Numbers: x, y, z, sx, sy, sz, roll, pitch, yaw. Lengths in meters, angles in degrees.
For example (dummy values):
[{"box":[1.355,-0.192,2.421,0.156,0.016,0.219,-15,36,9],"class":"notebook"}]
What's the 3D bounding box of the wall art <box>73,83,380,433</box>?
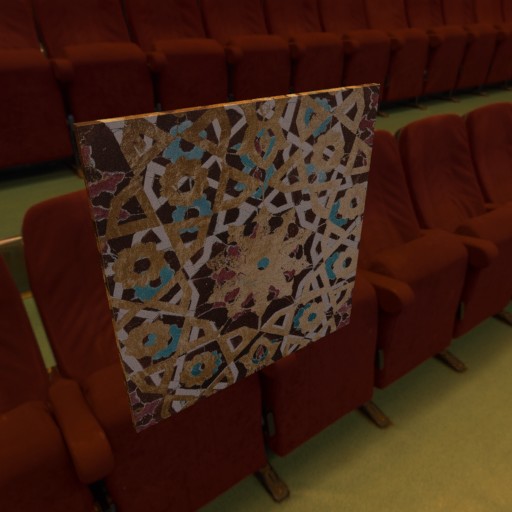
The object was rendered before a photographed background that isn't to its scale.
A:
[{"box":[0.000,0.000,1.129,0.757,0.762,0.028,-20,35,-31],"class":"wall art"}]
